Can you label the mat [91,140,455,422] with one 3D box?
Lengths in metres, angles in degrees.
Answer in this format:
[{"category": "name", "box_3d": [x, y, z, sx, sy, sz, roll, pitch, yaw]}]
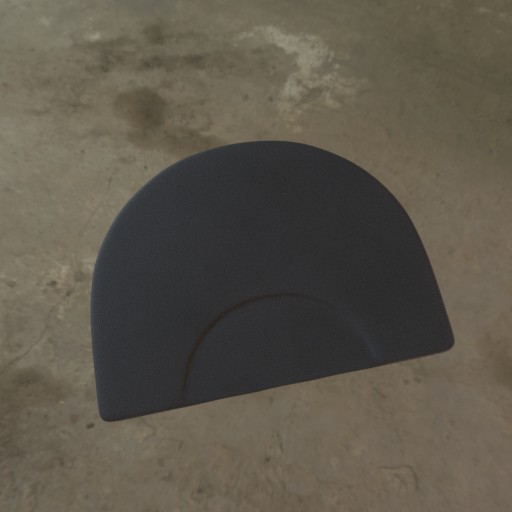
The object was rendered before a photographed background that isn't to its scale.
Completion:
[{"category": "mat", "box_3d": [0.000, 0.000, 1.591, 1.220, 0.016, 0.917, -11, 75, -3]}]
